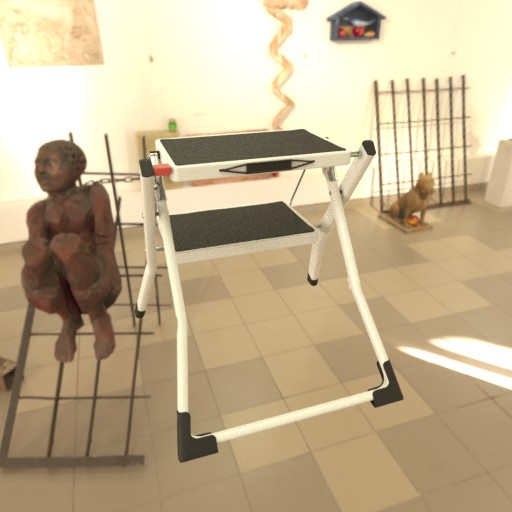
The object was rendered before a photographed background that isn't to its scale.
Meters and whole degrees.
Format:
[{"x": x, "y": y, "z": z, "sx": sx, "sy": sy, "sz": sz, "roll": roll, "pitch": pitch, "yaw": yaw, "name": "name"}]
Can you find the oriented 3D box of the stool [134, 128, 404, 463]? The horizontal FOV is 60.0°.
[{"x": 0.000, "y": 0.000, "z": 0.878, "sx": 0.485, "sy": 0.445, "sz": 0.490, "roll": -9, "pitch": 29, "yaw": -17, "name": "stool"}]
